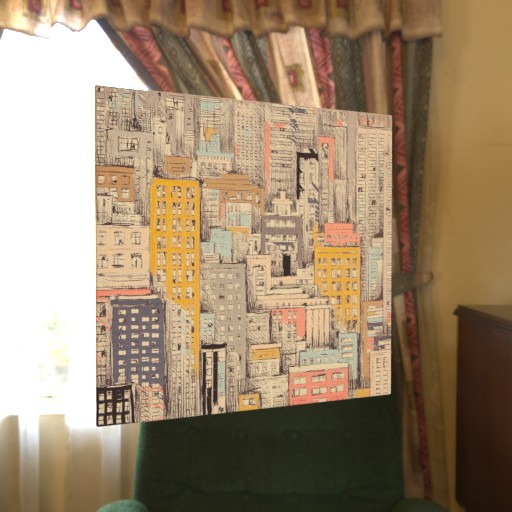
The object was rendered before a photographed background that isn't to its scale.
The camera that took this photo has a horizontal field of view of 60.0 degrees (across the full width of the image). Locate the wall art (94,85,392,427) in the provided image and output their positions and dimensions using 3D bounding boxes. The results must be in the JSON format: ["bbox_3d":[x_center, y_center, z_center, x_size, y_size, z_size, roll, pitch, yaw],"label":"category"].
[{"bbox_3d":[0.000,0.000,0.891,0.607,0.608,0.038,0,1,-17],"label":"wall art"}]
